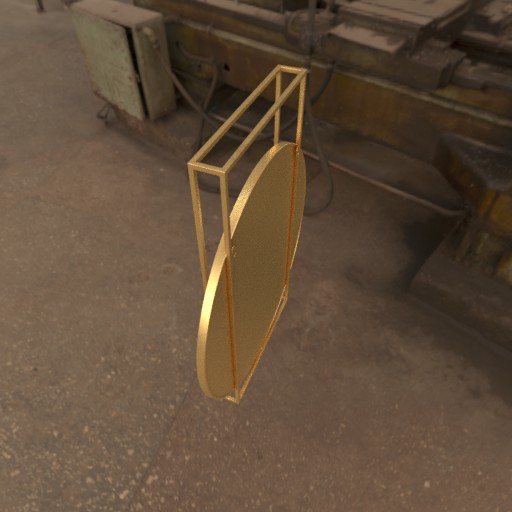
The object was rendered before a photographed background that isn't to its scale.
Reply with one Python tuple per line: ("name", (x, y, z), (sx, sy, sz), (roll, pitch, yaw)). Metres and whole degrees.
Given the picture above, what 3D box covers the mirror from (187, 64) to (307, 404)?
("mirror", (0.000, 0.000, 0.851), (0.051, 0.603, 0.508), (17, 48, 16))
